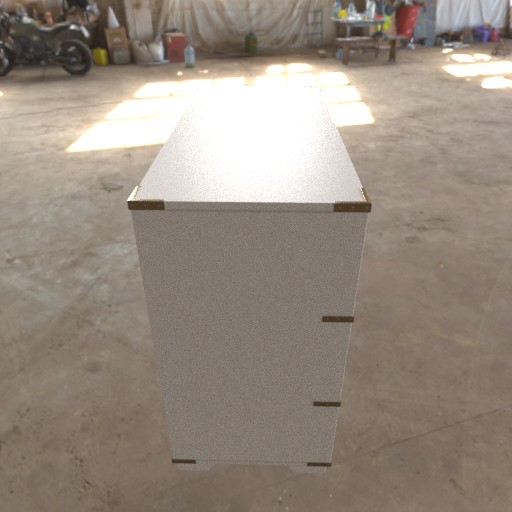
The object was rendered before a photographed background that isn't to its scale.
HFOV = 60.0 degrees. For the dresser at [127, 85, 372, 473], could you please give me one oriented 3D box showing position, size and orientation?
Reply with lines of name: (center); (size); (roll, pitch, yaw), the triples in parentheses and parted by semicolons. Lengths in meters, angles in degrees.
dresser: (0.000, 0.000, 1.499); (0.460, 0.891, 1.022); (1, 33, 1)
